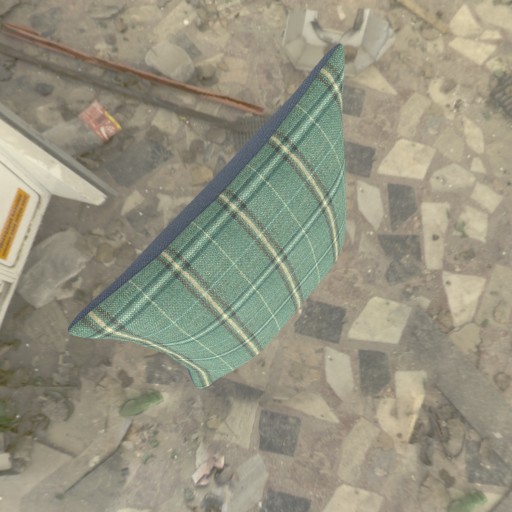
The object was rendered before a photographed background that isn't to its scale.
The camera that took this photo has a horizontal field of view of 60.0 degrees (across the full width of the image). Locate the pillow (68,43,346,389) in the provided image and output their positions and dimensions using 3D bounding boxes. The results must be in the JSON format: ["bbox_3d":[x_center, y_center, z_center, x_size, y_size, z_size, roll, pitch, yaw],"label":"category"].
[{"bbox_3d":[0.000,0.000,0.688,0.200,0.430,0.453,40,79,9],"label":"pillow"}]
